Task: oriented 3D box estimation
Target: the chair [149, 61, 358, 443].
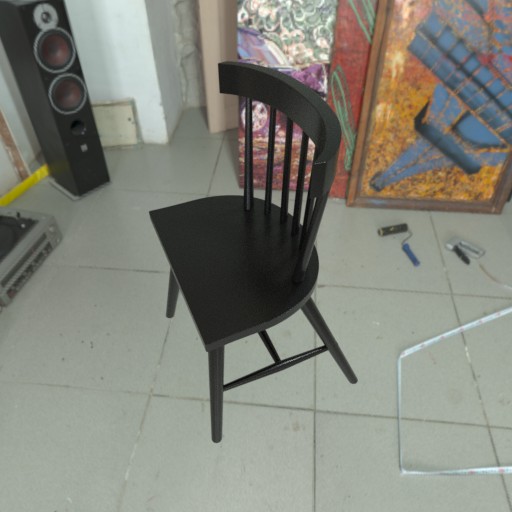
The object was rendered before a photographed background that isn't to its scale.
[{"bbox_3d":[0.000,0.000,1.177,0.483,0.844,0.506,-17,48,-17],"label":"chair"}]
